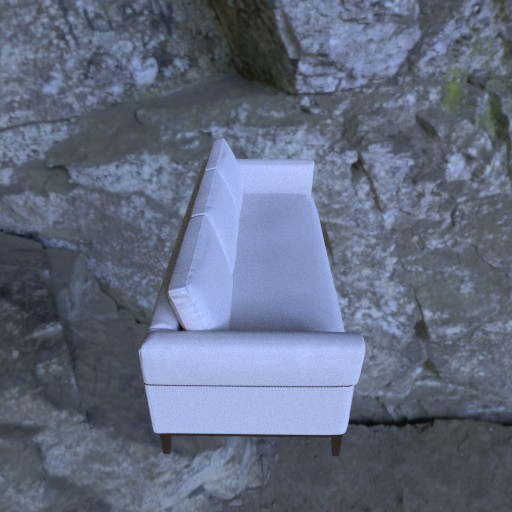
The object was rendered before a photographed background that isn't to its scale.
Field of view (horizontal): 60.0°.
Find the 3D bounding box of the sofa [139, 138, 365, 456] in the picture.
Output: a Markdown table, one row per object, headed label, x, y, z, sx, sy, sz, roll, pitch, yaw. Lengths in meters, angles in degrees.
| label | x | y | z | sx | sy | sz | roll | pitch | yaw |
| --- | --- | --- | --- | --- | --- | --- | --- | --- | --- |
| sofa | 0.000 | 0.000 | 2.762 | 0.902 | 0.911 | 2.198 | 0 | 32 | 1 |
